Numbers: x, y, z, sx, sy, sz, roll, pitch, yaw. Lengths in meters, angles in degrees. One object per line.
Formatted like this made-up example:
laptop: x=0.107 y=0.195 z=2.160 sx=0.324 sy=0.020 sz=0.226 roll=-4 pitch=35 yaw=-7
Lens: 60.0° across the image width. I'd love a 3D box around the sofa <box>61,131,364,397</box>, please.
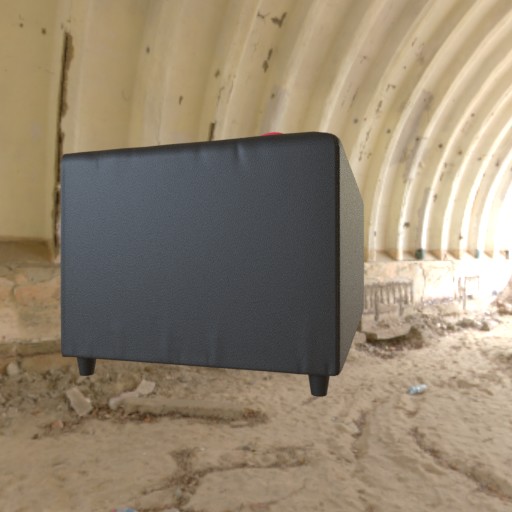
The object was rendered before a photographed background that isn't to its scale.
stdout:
sofa: x=0.000 y=0.000 z=1.894 sx=0.845 sy=0.735 sz=1.410 roll=0 pitch=0 yaw=16
